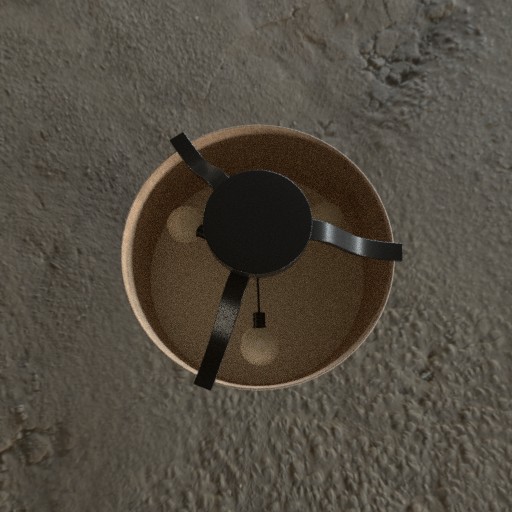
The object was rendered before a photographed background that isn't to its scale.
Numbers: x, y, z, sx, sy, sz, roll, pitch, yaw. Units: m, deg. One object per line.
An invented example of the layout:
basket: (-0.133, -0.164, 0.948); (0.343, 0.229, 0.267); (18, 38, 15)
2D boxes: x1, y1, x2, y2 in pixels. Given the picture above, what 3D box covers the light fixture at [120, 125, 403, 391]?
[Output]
light fixture: (0.000, 0.000, 0.651); (0.390, 0.306, 0.390); (0, 76, 0)
